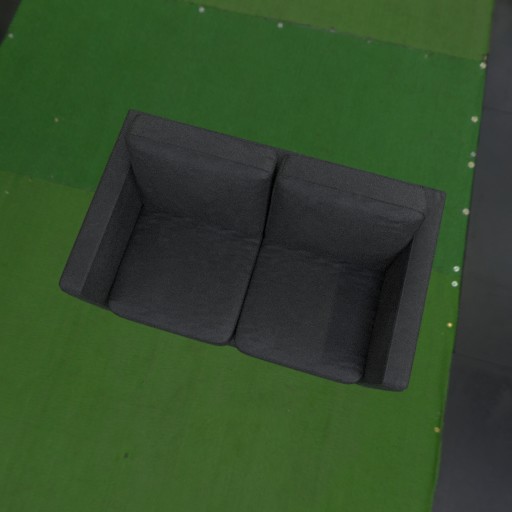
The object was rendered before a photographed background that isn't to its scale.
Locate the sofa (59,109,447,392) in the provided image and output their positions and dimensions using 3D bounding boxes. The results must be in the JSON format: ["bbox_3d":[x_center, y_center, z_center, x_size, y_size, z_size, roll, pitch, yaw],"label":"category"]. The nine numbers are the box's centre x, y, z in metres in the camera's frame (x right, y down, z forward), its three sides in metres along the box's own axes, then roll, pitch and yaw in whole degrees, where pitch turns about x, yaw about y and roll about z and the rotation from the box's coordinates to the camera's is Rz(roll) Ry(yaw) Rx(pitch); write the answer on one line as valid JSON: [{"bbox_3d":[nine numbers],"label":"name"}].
[{"bbox_3d":[0.000,0.000,2.041,1.430,0.899,0.879,16,76,4],"label":"sofa"}]
